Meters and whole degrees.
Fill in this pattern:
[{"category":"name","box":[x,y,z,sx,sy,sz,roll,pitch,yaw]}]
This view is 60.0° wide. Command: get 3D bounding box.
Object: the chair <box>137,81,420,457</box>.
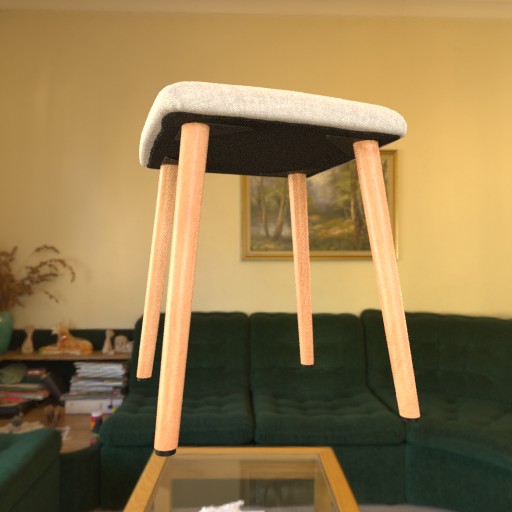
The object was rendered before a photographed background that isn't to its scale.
[{"category":"chair","box":[0.000,0.000,0.695,0.350,0.440,0.350,0,-1,-18]}]
